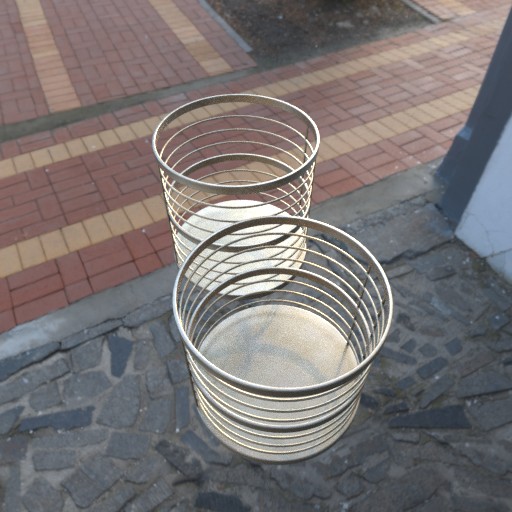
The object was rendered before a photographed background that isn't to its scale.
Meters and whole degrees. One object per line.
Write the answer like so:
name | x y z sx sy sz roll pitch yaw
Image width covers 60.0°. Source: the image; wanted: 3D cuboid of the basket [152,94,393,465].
basket | 0.000 0.000 0.946 0.356 0.351 0.746 -9 48 -8
